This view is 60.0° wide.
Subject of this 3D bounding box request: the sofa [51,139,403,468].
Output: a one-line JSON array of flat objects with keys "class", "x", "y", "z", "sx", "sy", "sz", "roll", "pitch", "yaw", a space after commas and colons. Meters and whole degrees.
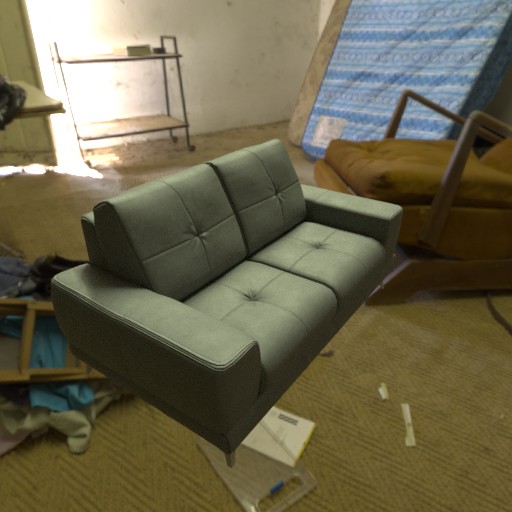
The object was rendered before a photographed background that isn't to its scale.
[{"class": "sofa", "x": 0.000, "y": 0.000, "z": 2.359, "sx": 1.018, "sy": 0.907, "sz": 1.806, "roll": 18, "pitch": 33, "yaw": 31}]
